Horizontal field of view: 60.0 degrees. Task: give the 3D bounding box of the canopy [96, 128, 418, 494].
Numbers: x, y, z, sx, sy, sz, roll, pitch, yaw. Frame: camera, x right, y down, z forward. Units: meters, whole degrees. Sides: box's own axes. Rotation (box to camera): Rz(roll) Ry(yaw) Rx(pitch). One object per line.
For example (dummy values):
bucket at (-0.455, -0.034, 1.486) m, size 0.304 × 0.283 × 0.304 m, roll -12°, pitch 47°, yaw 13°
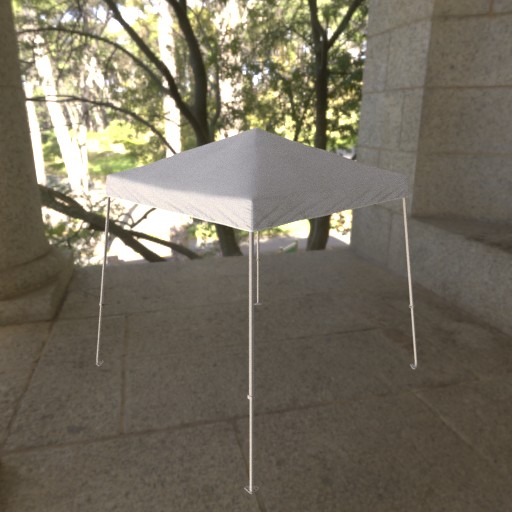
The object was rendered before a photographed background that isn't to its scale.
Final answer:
canopy at (0.000, 0.000, 6.481) m, size 3.600 × 3.600 × 3.599 m, roll -15°, pitch 23°, yaw -42°
